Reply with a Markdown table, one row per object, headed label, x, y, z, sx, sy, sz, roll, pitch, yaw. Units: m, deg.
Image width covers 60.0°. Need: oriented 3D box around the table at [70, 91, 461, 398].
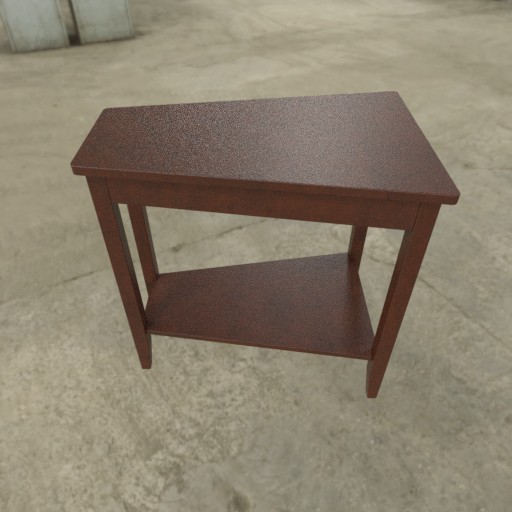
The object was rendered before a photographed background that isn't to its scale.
| label | x | y | z | sx | sy | sz | roll | pitch | yaw |
| --- | --- | --- | --- | --- | --- | --- | --- | --- | --- |
| table | 0.000 | 0.000 | 0.994 | 0.605 | 0.589 | 0.399 | 0 | 42 | 0 |
